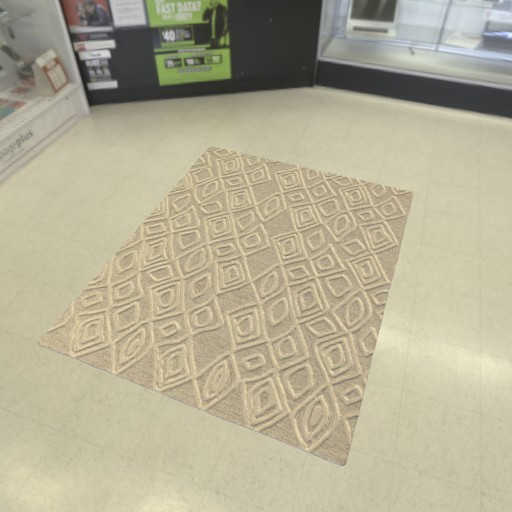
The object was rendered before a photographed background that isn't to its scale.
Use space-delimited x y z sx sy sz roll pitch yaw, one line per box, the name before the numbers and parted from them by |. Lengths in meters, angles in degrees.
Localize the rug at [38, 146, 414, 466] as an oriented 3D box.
rug | 0.000 0.000 4.106 2.449 0.025 3.049 16 48 15
